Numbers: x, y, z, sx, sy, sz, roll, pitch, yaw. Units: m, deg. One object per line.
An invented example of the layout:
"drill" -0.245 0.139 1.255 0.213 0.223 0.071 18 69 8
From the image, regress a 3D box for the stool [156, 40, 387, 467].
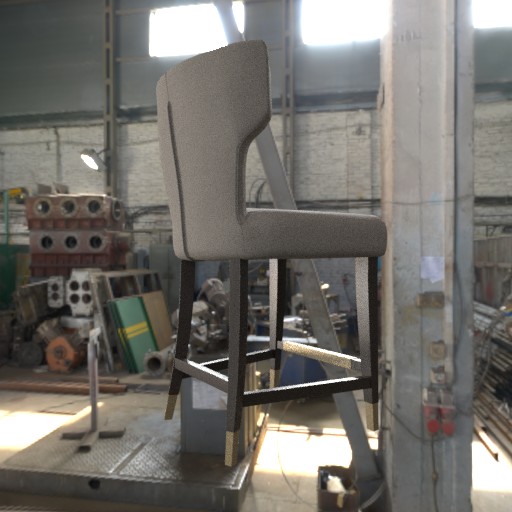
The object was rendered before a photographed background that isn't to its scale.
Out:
"stool" 0.000 0.000 1.301 0.563 0.982 0.527 0 0 -35
